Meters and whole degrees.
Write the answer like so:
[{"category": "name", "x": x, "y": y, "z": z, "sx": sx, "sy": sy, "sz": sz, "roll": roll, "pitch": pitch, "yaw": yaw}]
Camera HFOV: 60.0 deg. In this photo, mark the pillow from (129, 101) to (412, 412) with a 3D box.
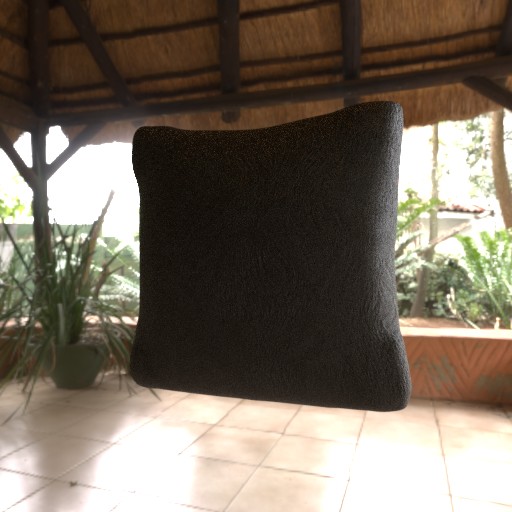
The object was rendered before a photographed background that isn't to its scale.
[{"category": "pillow", "x": 0.000, "y": 0.000, "z": 0.808, "sx": 0.533, "sy": 0.523, "sz": 0.210, "roll": 0, "pitch": -1, "yaw": 18}]
